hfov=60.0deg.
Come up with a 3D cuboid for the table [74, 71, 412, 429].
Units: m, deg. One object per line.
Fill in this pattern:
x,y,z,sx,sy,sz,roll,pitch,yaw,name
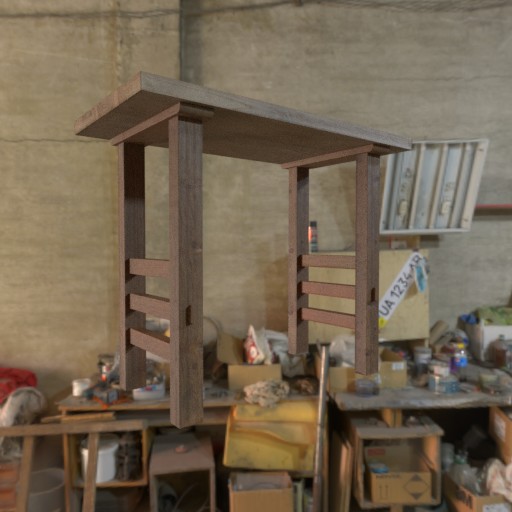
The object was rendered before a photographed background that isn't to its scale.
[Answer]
0.000,0.000,1.628,1.119,0.914,0.556,-1,2,-38,table
